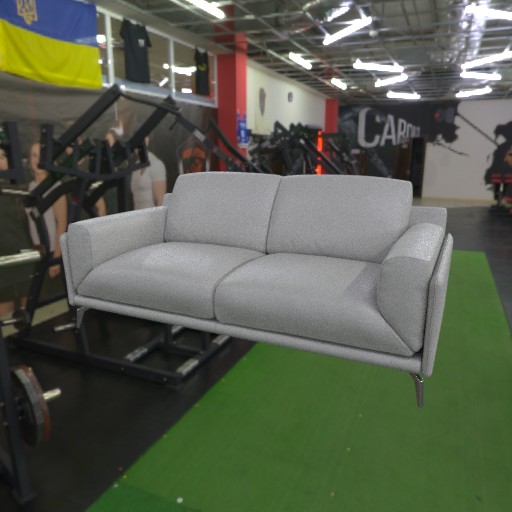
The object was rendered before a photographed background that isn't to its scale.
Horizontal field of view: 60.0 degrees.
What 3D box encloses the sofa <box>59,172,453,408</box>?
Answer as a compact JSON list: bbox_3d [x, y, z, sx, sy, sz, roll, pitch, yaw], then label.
[{"bbox_3d":[0.000,0.000,2.635,2.101,0.930,1.049,6,15,25],"label":"sofa"}]
